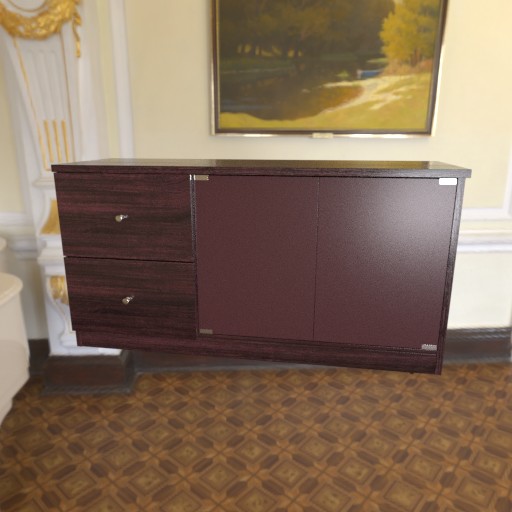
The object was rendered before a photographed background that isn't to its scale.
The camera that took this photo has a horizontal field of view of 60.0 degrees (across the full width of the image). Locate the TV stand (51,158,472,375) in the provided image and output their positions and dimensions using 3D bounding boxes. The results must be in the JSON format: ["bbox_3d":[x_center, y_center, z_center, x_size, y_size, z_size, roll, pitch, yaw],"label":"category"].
[{"bbox_3d":[0.000,0.000,1.493,1.192,0.614,0.404,2,15,9],"label":"TV stand"}]
